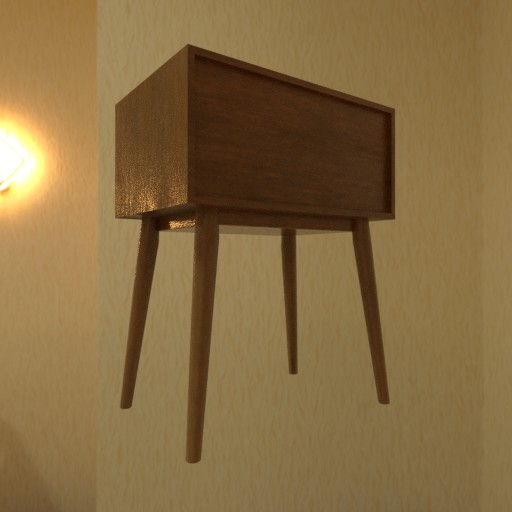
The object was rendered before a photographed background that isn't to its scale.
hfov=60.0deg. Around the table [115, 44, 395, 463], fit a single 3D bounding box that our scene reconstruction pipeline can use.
[{"bbox_3d":[0.000,0.000,0.864,0.454,0.580,0.307,0,0,-36],"label":"table"}]
